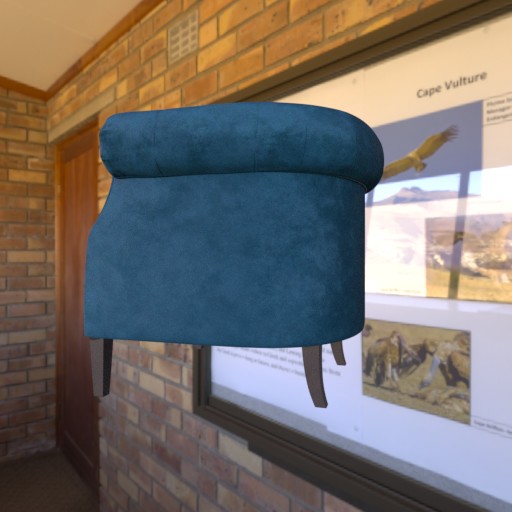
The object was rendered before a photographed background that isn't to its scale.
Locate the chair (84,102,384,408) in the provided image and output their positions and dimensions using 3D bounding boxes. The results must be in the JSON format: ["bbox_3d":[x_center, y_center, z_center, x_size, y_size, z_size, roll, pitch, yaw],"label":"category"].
[{"bbox_3d":[0.000,0.000,1.533,0.851,0.826,0.904,0,0,17],"label":"chair"}]
